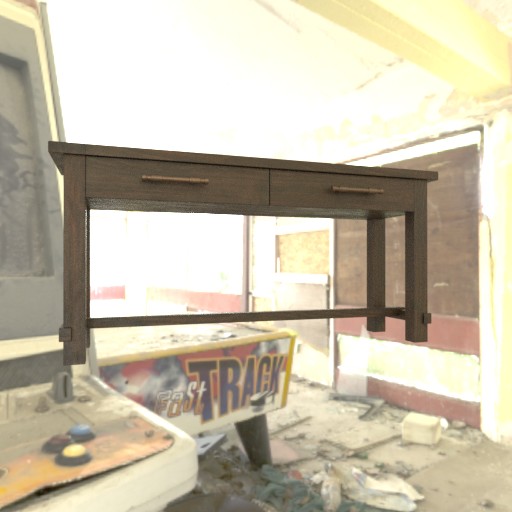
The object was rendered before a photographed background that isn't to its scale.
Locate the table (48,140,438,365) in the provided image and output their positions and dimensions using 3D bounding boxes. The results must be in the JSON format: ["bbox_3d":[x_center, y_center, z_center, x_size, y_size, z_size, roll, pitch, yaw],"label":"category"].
[{"bbox_3d":[0.000,0.000,1.914,1.599,0.762,0.442,0,-1,-18],"label":"table"}]
